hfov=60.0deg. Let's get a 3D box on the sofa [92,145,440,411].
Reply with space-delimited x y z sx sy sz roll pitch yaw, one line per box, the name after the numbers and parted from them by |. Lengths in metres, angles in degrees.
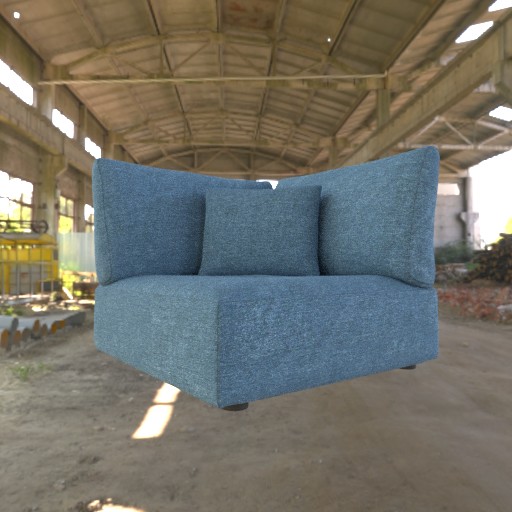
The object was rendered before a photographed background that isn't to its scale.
0.000 0.000 1.727 1.000 0.820 1.000 1 -1 -37 | sofa
